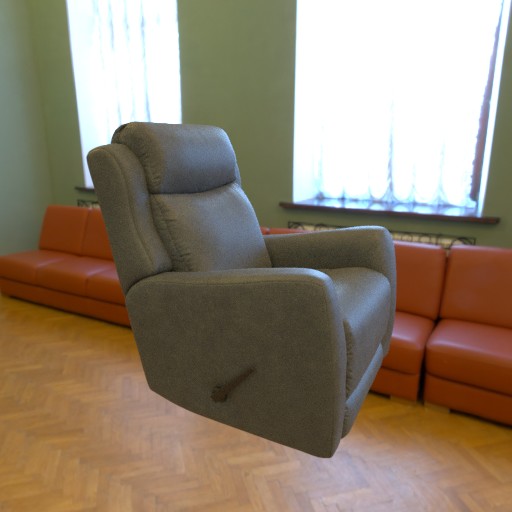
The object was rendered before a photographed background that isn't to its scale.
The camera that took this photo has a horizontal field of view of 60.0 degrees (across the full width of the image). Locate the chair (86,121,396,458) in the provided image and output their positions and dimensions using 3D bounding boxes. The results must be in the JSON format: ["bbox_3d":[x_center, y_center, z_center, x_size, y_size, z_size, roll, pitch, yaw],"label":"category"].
[{"bbox_3d":[0.000,0.000,1.919,1.068,1.116,0.967,8,16,27],"label":"chair"}]
